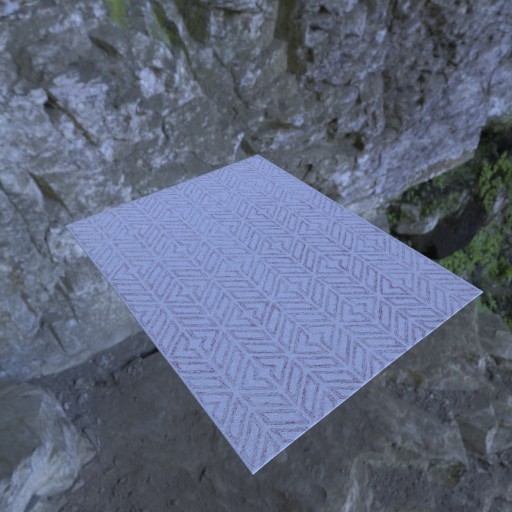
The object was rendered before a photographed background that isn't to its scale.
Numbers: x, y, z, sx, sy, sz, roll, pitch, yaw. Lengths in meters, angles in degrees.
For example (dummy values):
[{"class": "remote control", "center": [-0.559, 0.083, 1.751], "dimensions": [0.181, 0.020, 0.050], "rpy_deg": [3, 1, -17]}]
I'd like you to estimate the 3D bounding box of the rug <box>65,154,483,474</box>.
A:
[{"class": "rug", "center": [0.000, 0.000, 4.036], "dimensions": [2.421, 0.008, 3.045], "rpy_deg": [-27, 47, -28]}]
